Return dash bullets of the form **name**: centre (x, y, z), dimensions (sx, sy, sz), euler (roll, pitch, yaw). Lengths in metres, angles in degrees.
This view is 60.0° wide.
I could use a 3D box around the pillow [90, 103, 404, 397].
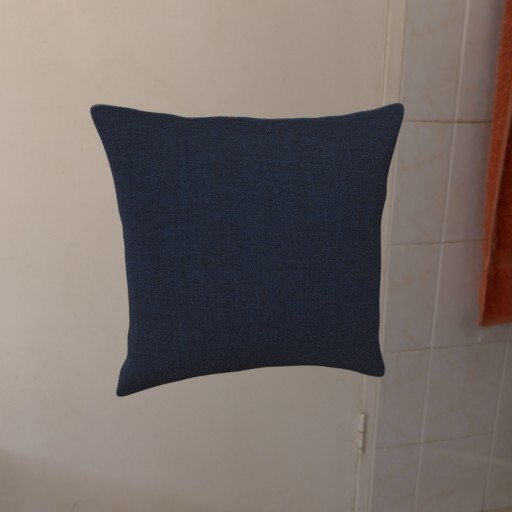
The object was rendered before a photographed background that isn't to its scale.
- **pillow**: centre (0.000, 0.000, 0.651), dimensions (0.431, 0.431, 0.141), euler (-2, 15, -8)
